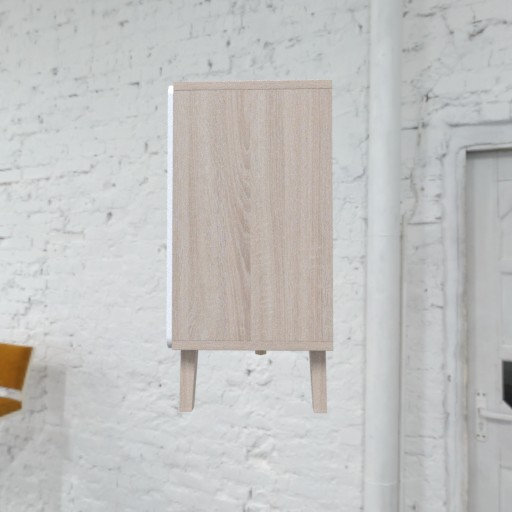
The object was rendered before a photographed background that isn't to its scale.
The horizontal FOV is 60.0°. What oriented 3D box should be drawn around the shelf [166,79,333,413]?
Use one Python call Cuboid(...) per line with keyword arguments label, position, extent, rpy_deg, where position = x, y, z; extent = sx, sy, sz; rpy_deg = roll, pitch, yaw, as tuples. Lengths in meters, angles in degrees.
Cuboid(label="shelf", position=(0.000, 0.000, 1.773), extent=(0.400, 0.780, 1.490), rpy_deg=(0, -2, 2))
